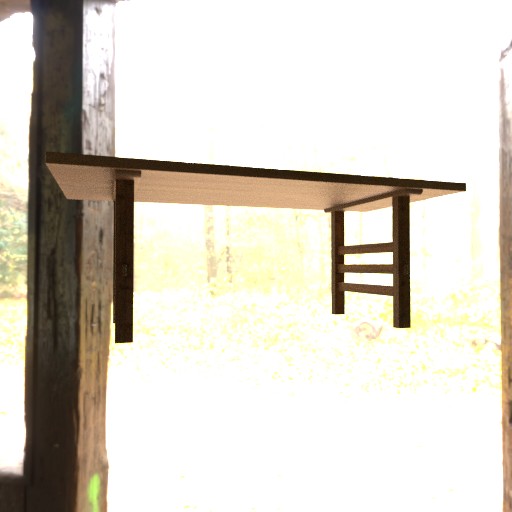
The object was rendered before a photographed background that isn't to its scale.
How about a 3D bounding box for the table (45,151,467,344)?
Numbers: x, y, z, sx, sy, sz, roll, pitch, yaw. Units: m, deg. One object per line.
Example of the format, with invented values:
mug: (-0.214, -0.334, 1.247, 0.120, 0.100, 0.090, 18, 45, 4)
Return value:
table: (0.000, 0.000, 2.440, 2.003, 0.760, 0.952, 0, -1, -19)
